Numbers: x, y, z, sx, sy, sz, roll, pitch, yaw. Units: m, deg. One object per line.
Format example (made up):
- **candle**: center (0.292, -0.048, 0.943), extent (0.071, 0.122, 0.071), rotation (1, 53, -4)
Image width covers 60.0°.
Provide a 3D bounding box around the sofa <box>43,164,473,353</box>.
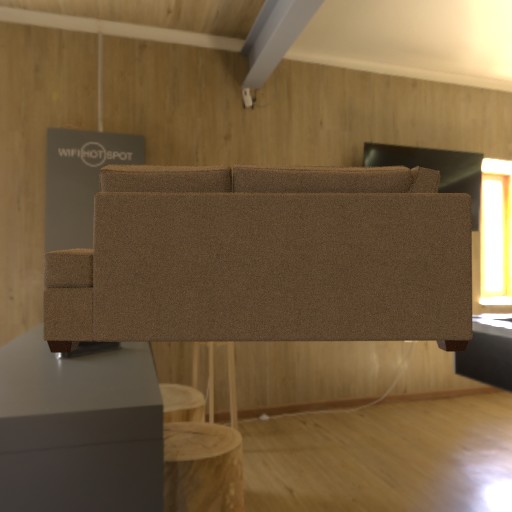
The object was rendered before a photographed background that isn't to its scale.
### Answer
- **sofa**: center (0.000, 0.000, 2.815), extent (2.238, 1.019, 1.110), rotation (0, -1, -1)
